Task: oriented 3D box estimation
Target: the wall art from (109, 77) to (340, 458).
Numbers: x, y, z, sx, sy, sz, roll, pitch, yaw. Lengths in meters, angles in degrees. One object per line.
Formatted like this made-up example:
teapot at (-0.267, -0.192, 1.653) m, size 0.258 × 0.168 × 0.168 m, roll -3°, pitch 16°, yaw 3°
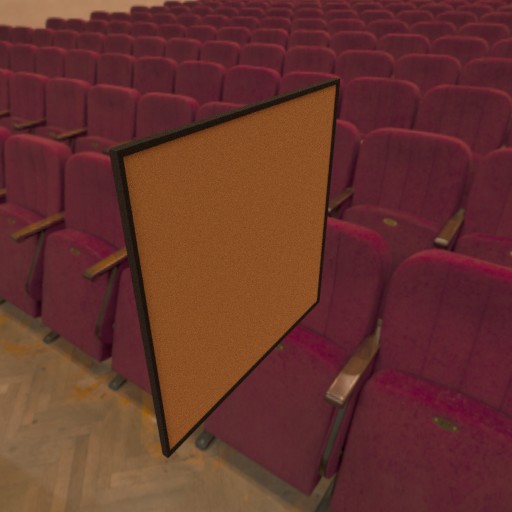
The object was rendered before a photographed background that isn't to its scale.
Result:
wall art at (0.000, 0.000, 0.687) m, size 0.013 × 0.457 × 0.458 m, roll 20°, pitch 37°, yaw 30°
